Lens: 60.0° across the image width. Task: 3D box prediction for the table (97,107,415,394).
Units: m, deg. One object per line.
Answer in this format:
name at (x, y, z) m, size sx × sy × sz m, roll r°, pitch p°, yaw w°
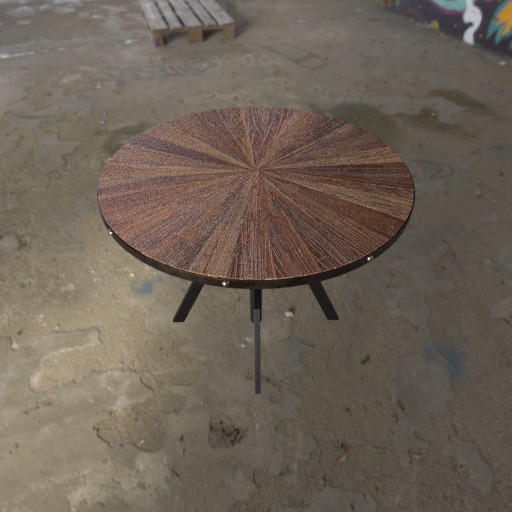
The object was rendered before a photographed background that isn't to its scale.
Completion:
table at (0.000, 0.000, 1.492) m, size 0.885 × 0.658 × 0.885 m, roll 0°, pitch 42°, yaw 0°
